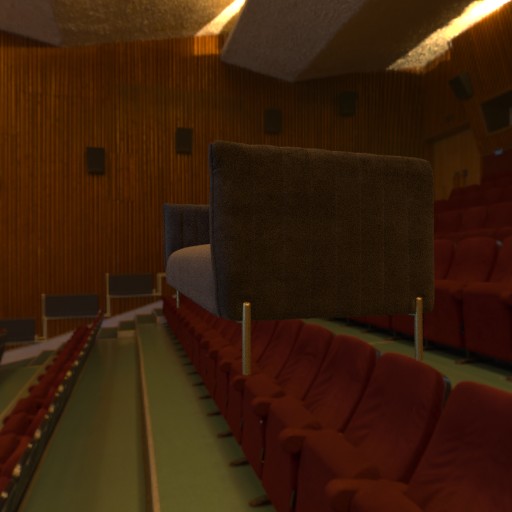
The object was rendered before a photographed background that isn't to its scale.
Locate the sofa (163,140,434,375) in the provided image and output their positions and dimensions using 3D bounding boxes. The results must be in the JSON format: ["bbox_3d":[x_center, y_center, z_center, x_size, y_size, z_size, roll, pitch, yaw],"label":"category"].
[{"bbox_3d":[0.000,0.000,2.478,0.876,0.780,1.980,0,0,-16],"label":"sofa"}]
